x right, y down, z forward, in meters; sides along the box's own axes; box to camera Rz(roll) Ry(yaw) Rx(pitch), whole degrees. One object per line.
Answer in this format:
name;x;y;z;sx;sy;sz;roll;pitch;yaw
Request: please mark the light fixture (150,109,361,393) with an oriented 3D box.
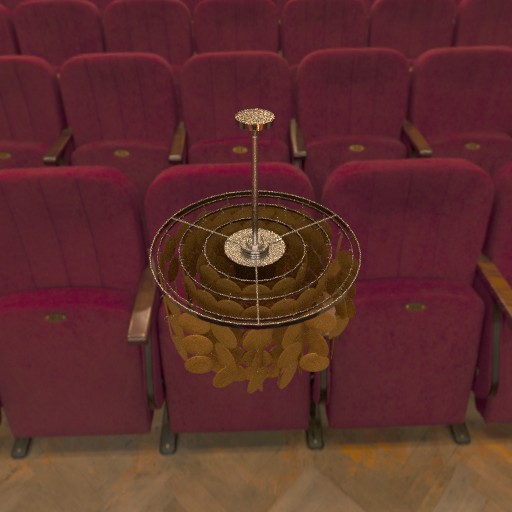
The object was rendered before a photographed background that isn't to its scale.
light fixture;0.000;0.000;0.763;0.368;0.492;0.368;0;40;0
